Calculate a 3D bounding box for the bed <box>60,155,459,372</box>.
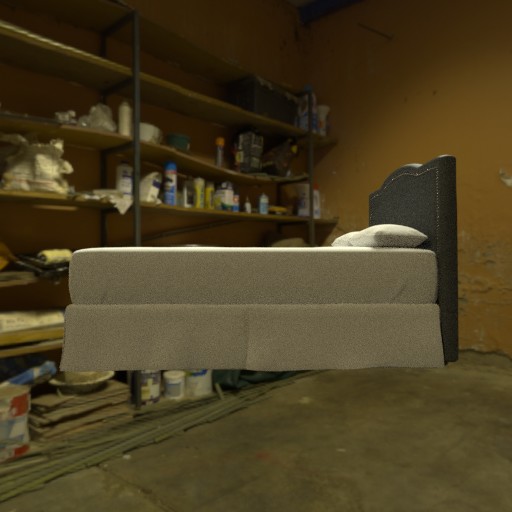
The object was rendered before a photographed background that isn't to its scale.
[{"bbox_3d":[0.000,0.000,3.583,2.507,1.441,1.747,0,-1,-1],"label":"bed"}]
